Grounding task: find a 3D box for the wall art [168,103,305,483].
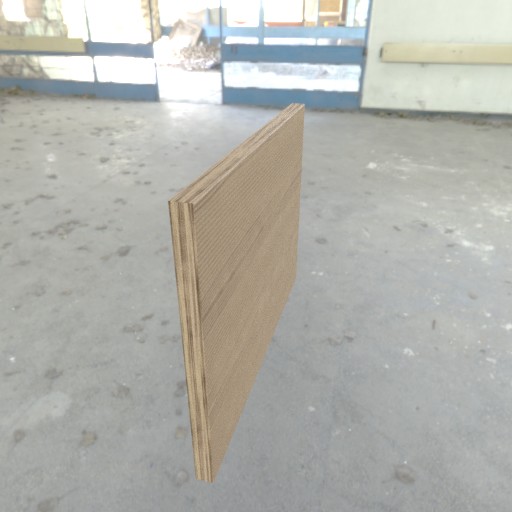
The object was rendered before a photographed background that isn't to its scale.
[{"bbox_3d":[0.000,0.000,1.124,0.063,0.609,0.841,8,29,14],"label":"wall art"}]
